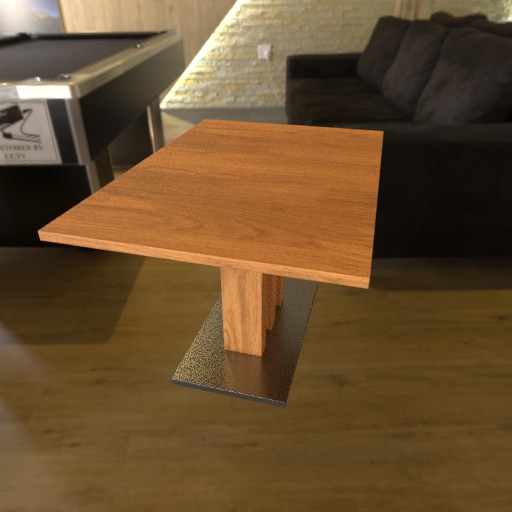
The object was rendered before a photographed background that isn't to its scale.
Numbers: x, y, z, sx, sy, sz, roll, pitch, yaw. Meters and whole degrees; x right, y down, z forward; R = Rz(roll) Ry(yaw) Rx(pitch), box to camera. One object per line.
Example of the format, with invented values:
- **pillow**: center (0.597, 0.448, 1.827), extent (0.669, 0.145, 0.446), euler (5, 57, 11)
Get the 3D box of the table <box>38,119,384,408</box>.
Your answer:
- **table**: center (0.000, 0.000, 1.862), extent (0.900, 0.770, 1.300), euler (8, 32, 13)
